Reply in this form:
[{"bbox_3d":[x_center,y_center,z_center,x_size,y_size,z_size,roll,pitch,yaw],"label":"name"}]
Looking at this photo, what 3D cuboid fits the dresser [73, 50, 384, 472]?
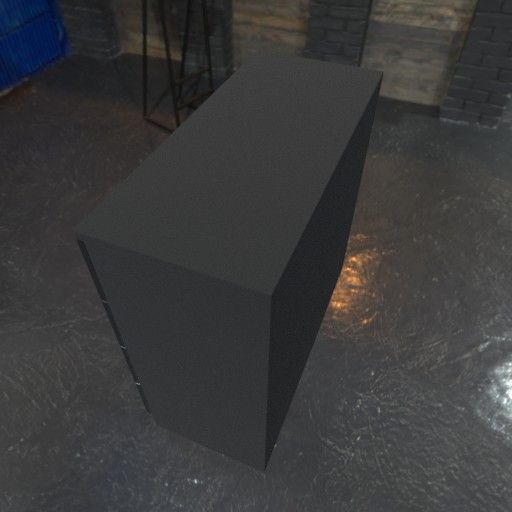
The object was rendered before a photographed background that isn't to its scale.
[{"bbox_3d":[0.000,0.000,1.146,0.360,0.720,0.750,17,49,15],"label":"dresser"}]
